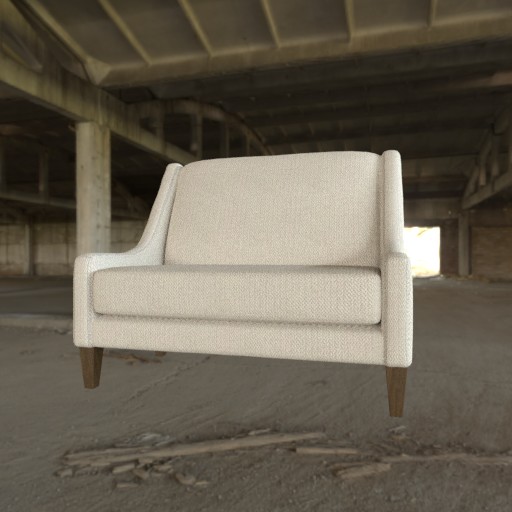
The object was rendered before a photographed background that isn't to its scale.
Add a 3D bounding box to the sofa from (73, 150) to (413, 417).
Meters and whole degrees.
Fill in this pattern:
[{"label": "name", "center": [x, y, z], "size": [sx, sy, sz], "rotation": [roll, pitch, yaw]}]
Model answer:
[{"label": "sofa", "center": [0.000, 0.000, 1.918], "size": [1.242, 1.022, 0.870], "rotation": [0, 0, 15]}]
